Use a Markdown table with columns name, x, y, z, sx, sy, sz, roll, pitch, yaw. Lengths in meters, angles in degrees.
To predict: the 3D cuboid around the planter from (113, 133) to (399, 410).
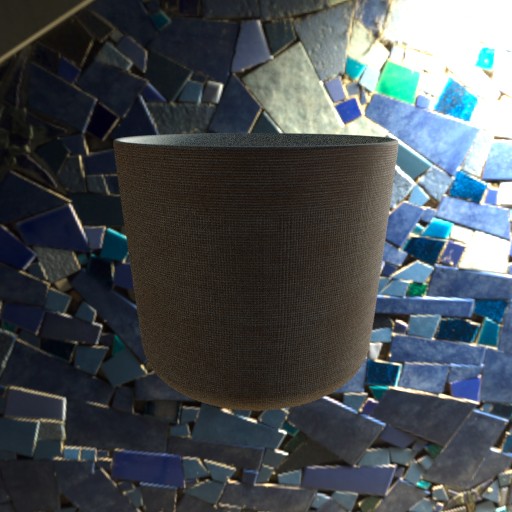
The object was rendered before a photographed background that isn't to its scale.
| name | x | y | z | sx | sy | sz | roll | pitch | yaw |
| --- | --- | --- | --- | --- | --- | --- | --- | --- | --- |
| planter | 0.000 | 0.000 | 0.773 | 0.440 | 0.398 | 0.440 | 0 | 17 | 0 |
